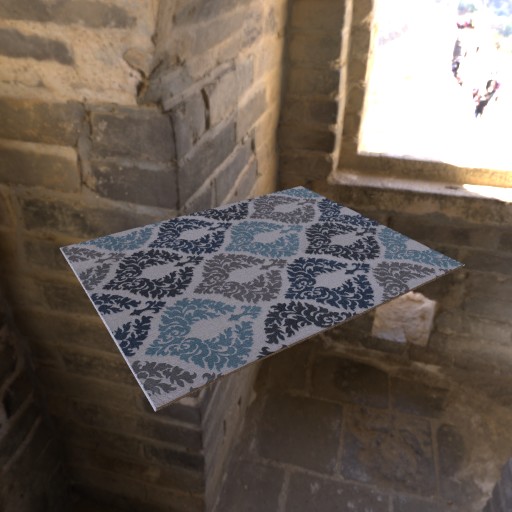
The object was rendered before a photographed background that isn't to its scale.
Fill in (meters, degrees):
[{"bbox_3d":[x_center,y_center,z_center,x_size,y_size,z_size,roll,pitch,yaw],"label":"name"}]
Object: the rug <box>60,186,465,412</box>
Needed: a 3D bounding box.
[{"bbox_3d":[0.000,0.000,4.229,3.040,0.014,2.423,-18,35,-29],"label":"rug"}]
